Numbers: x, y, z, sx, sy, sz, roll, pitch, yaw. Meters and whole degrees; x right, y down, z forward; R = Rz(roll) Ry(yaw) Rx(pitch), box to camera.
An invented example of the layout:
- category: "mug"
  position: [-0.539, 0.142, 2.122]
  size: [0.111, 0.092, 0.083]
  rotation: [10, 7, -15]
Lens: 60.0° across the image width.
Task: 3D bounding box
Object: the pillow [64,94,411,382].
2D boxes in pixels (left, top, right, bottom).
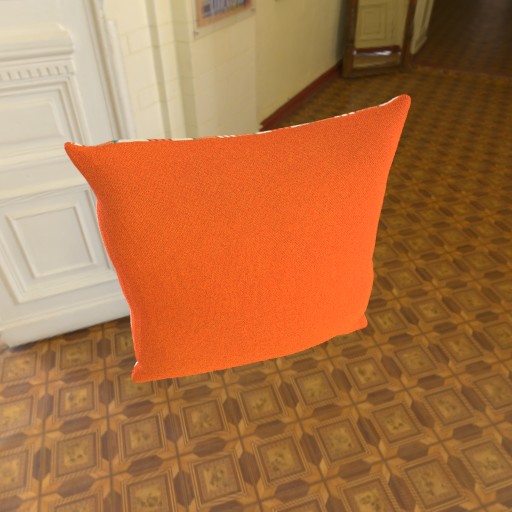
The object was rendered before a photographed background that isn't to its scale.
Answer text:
- category: "pillow"
  position: [0.000, 0.000, 0.665]
  size: [0.440, 0.441, 0.182]
  rotation: [-11, 41, -13]
